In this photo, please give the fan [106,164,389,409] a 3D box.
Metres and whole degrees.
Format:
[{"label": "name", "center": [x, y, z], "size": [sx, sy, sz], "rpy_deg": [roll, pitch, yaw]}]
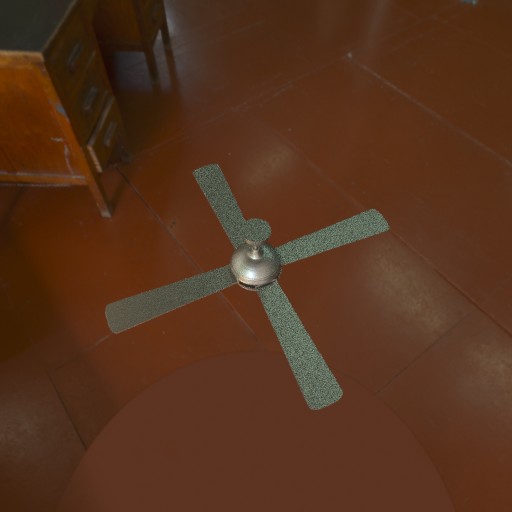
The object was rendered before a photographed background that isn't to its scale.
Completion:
[{"label": "fan", "center": [0.000, 0.000, 1.978], "size": [1.321, 0.381, 1.321], "rpy_deg": [-3, 56, -2]}]
